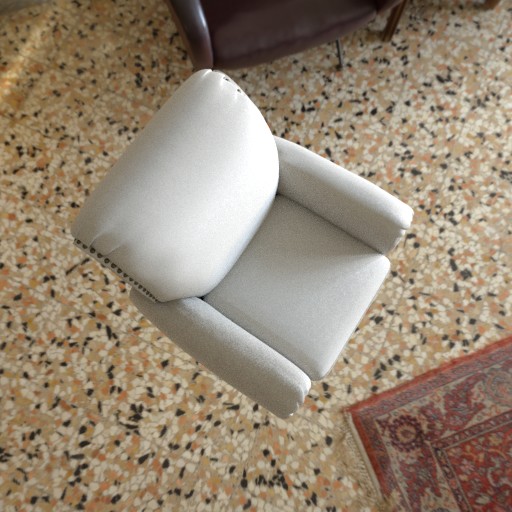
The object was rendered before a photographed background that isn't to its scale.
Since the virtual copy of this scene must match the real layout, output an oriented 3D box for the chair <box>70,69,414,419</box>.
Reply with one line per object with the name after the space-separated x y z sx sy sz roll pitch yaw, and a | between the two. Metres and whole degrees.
0.000 0.000 1.639 0.890 0.927 0.854 33 77 8 | chair
